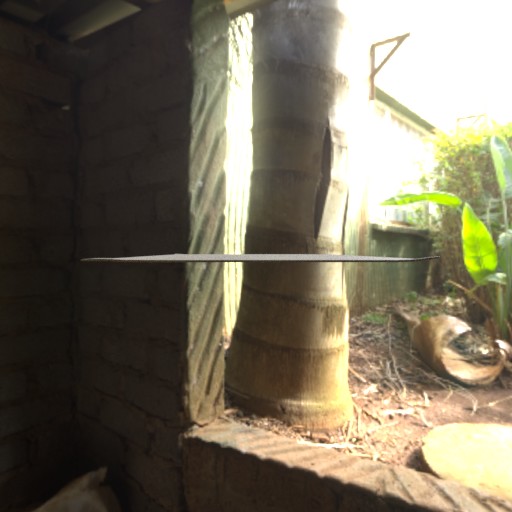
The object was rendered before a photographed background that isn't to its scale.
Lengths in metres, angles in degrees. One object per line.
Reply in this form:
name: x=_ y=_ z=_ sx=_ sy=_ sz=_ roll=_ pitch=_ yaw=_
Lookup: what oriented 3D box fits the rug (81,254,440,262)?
rug: x=0.000 y=0.000 z=2.456 sx=1.214 sy=0.023 sz=1.947 roll=0 pitch=1 yaw=-1
